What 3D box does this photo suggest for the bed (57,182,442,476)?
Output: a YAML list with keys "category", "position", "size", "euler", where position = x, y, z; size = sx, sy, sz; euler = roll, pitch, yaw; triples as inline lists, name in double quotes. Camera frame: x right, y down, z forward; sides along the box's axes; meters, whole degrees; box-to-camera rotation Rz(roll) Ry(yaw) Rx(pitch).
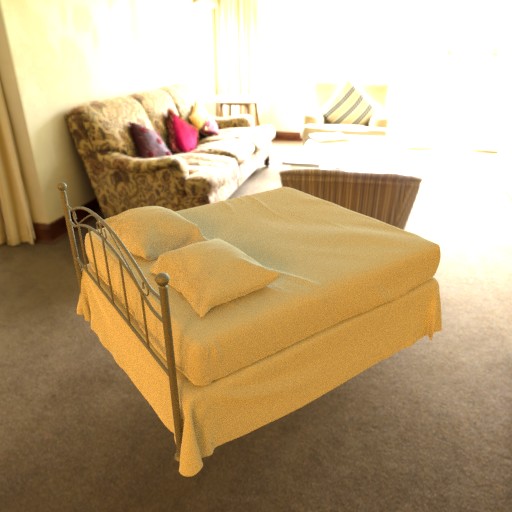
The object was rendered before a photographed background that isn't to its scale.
- category: "bed"
  position: [0.000, 0.000, 3.199]
  size: [2.215, 1.080, 1.936]
  euler: [-18, 31, -32]
